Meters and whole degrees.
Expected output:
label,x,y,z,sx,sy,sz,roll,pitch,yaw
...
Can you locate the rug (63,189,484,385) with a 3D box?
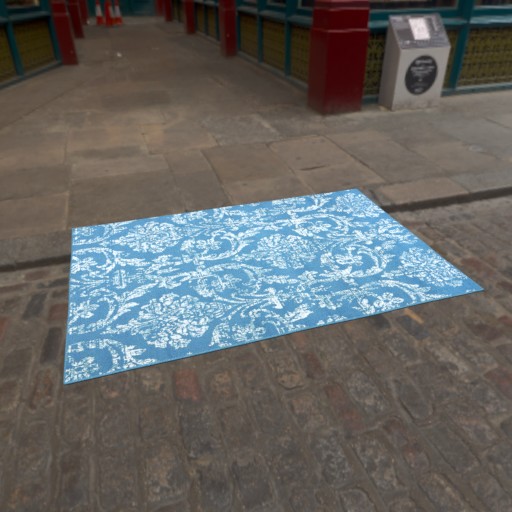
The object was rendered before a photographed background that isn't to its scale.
label,x,y,z,sx,sy,sz,roll,pitch,yaw
rug,0.000,0.000,2.301,1.833,0.012,1.211,-10,34,-15
